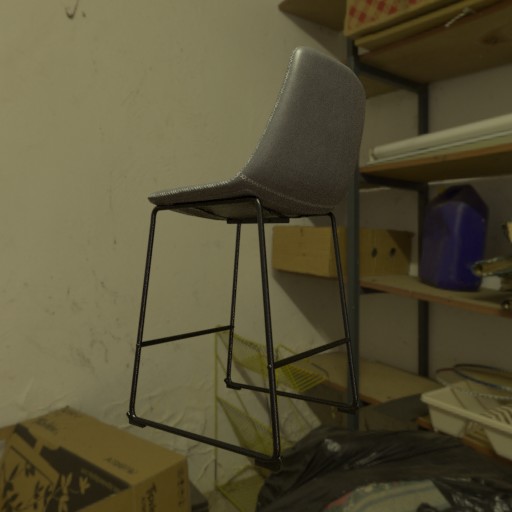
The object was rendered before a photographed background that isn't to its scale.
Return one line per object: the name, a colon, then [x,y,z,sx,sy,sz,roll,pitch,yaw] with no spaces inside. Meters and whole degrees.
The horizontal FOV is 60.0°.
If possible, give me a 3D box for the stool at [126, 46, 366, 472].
stool: [0.000,0.000,1.178,0.546,0.876,0.470,0,-1,35]
